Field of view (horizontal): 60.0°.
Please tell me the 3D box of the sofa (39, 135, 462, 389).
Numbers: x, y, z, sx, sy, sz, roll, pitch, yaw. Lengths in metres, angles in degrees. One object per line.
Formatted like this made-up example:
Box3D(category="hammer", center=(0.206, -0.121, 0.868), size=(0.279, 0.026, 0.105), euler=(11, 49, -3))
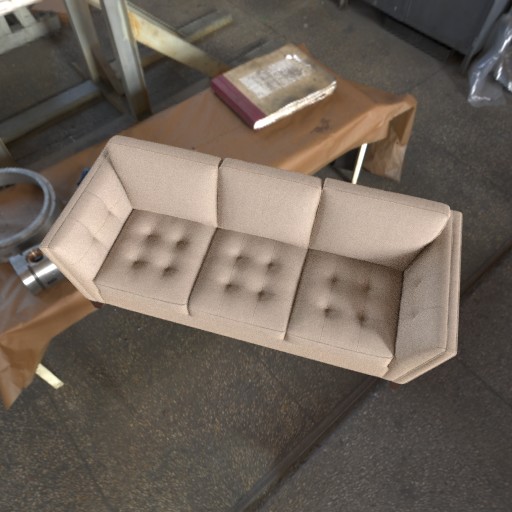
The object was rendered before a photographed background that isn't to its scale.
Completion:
Box3D(category="sofa", center=(0.000, 0.000, 2.915), size=(2.388, 0.940, 0.965), euler=(13, 59, 8))
